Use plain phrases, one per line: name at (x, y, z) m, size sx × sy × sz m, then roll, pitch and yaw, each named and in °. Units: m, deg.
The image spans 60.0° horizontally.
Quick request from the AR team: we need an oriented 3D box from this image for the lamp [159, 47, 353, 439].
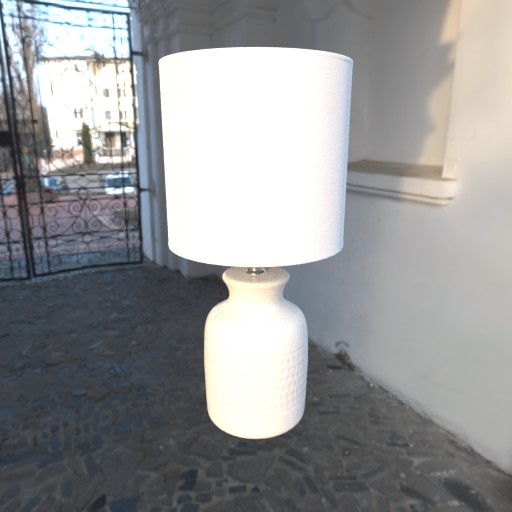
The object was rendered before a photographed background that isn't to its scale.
lamp at (0.000, 0.000, 0.490) m, size 0.188 × 0.392 × 0.188 m, roll -3°, pitch 16°, yaw -10°
